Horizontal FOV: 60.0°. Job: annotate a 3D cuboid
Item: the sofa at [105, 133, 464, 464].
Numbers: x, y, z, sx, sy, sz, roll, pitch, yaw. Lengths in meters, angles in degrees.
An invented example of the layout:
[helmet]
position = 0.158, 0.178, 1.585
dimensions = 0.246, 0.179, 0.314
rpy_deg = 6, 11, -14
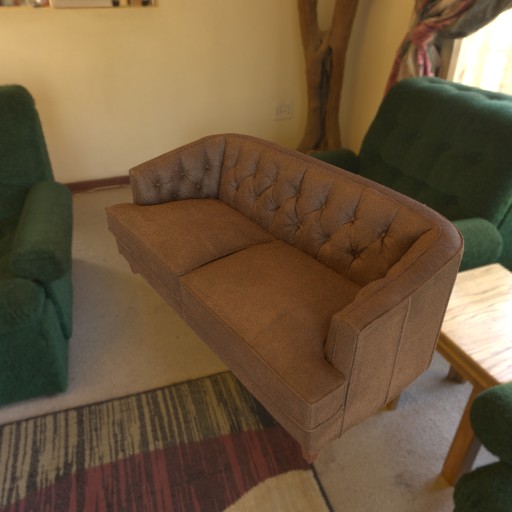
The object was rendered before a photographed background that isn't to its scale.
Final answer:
[sofa]
position = 0.000, 0.000, 2.210
dimensions = 0.917, 0.799, 1.767
rpy_deg = -22, 38, -31
